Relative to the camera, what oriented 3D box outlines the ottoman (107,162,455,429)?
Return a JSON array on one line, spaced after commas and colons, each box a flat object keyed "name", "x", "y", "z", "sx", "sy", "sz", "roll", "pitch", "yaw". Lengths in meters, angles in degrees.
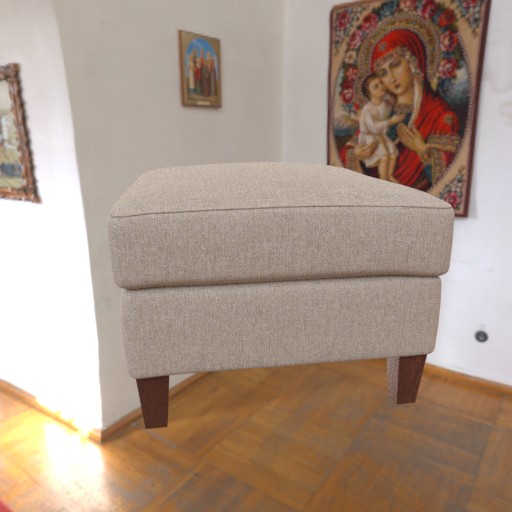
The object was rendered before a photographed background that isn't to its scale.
[{"name": "ottoman", "x": 0.000, "y": 0.000, "z": 1.273, "sx": 0.677, "sy": 0.519, "sz": 0.898, "roll": -2, "pitch": 16, "yaw": -9}]
